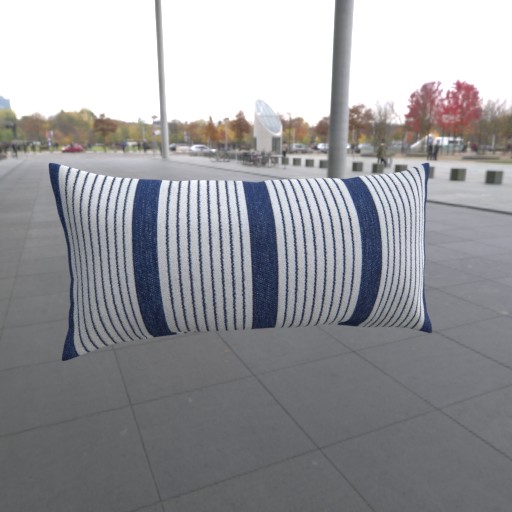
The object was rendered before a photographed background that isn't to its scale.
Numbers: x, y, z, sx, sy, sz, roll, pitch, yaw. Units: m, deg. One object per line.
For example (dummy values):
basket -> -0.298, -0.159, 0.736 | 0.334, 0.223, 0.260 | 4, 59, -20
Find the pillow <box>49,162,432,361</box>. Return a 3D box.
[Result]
pillow -> 0.000, 0.000, 0.706 | 0.608, 0.292, 0.156 | -2, 14, -9
